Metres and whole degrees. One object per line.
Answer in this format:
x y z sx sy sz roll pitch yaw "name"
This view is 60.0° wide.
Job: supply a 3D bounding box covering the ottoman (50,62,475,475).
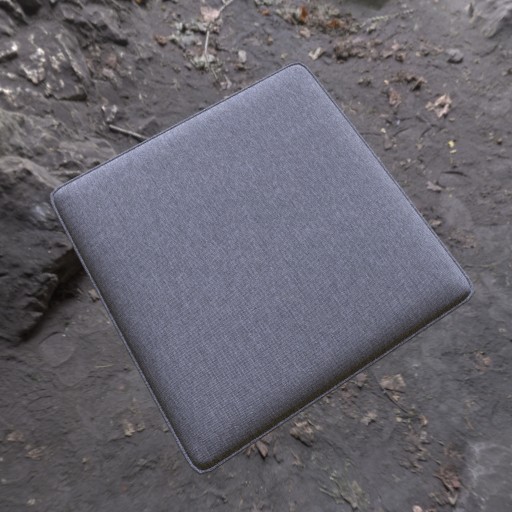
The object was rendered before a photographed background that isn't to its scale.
0.000 0.000 1.566 1.005 0.455 1.005 -31 77 -8 "ottoman"
